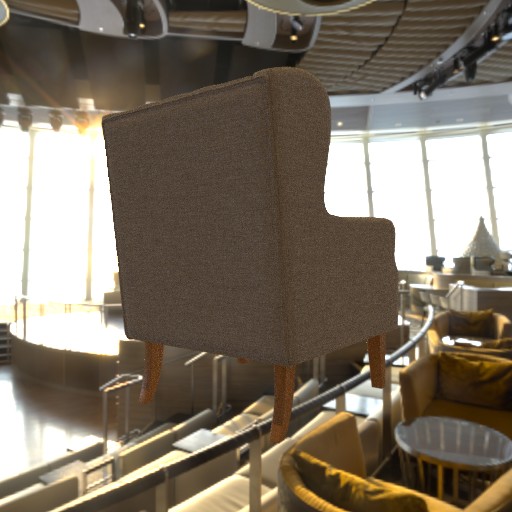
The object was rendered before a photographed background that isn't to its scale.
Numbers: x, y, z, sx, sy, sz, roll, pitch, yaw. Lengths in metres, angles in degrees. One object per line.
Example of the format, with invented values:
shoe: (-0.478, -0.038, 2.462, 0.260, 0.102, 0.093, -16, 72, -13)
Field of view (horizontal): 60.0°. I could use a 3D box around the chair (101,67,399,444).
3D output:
chair: (0.000, 0.000, 1.470, 0.710, 0.930, 0.760, 0, 1, 35)
